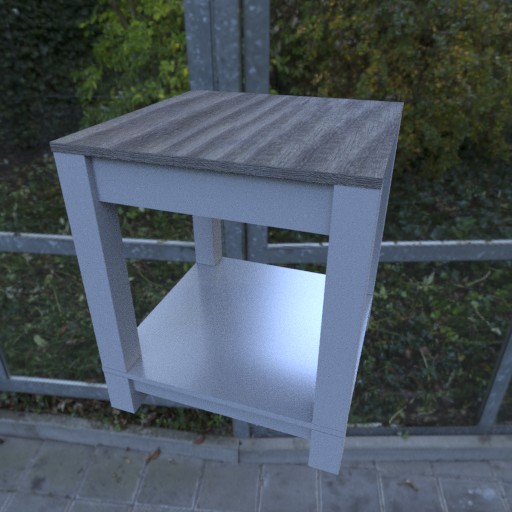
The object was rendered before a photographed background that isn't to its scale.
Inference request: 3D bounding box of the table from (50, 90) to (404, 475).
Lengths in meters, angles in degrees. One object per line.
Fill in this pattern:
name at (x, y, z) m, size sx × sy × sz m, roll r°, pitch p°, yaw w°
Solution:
table at (0.000, 0.000, 0.970) m, size 0.504 × 0.587 × 0.506 m, roll 10°, pitch 31°, yaw 16°
